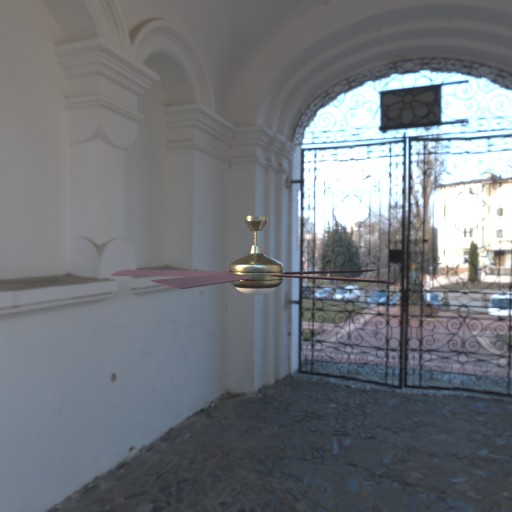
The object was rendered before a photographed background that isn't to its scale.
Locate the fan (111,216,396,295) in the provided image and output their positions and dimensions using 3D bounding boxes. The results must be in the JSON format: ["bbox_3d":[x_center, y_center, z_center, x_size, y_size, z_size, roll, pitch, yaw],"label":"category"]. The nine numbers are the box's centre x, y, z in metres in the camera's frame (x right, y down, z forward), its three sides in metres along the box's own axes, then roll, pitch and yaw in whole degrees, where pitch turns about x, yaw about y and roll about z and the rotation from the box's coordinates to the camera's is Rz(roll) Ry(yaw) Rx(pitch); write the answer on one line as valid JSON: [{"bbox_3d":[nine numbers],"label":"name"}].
[{"bbox_3d":[0.000,0.000,2.017,1.321,0.356,1.321,1,1,36],"label":"fan"}]
